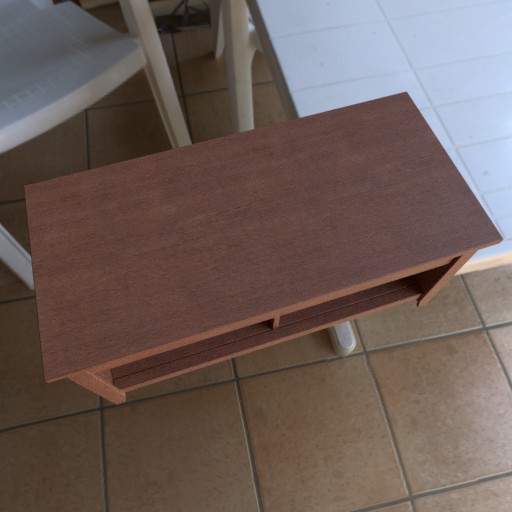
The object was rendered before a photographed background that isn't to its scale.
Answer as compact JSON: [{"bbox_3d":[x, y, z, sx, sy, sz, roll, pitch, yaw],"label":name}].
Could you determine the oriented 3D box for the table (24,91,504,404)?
[{"bbox_3d":[0.000,0.000,1.232,1.016,0.457,0.483,-16,64,-8],"label":"table"}]
